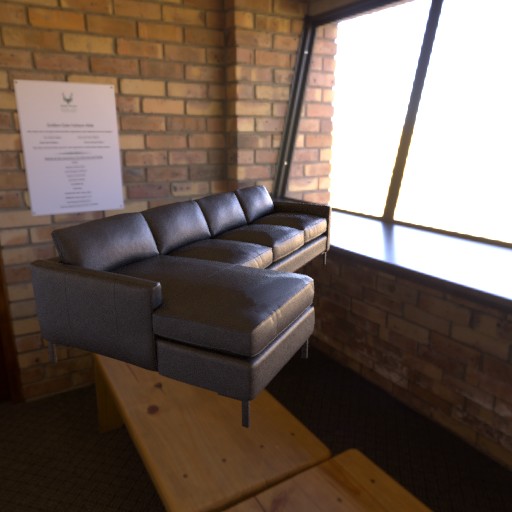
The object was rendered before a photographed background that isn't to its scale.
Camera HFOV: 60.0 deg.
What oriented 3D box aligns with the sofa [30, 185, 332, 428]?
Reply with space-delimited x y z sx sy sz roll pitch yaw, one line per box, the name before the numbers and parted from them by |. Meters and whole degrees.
sofa | 0.000 0.000 3.595 1.471 0.859 2.993 8 17 26
